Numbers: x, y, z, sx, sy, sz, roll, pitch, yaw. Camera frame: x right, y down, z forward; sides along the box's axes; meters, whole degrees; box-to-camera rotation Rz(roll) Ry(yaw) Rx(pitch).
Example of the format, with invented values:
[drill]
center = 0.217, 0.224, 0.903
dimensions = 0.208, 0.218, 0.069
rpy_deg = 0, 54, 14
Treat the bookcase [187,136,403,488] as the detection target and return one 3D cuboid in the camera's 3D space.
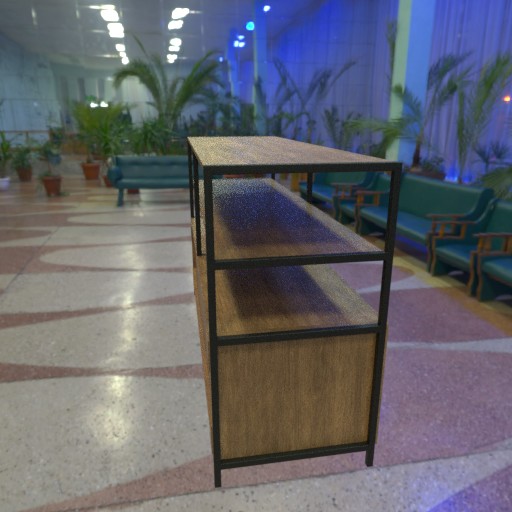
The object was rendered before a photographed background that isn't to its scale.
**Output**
[bookcase]
center = 0.000, 0.000, 1.456
dimensions = 0.391, 0.712, 1.149
rpy_deg = -3, 18, -9
